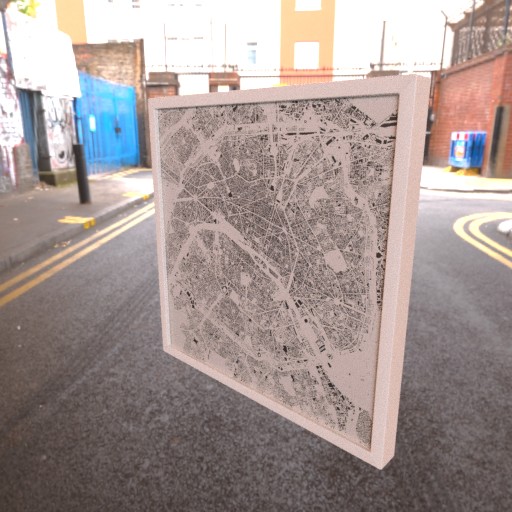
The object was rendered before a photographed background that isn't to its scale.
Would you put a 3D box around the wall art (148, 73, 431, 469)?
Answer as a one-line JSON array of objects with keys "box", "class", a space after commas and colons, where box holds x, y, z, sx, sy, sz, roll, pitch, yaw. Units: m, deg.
[{"box": [0.000, 0.000, 0.721, 0.508, 0.508, 0.038, 14, 21, 41], "class": "wall art"}]
